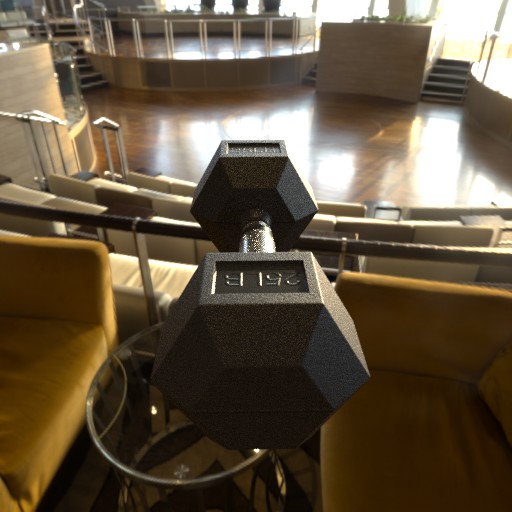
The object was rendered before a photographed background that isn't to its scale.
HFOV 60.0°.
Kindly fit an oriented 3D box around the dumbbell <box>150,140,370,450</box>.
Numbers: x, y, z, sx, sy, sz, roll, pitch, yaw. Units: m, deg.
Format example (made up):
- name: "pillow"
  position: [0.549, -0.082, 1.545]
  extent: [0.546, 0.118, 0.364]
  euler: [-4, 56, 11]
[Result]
- name: "dumbbell"
  position: [0.000, 0.000, 0.374]
  extent: [0.129, 0.113, 0.315]
  euler: [-1, 32, -1]
